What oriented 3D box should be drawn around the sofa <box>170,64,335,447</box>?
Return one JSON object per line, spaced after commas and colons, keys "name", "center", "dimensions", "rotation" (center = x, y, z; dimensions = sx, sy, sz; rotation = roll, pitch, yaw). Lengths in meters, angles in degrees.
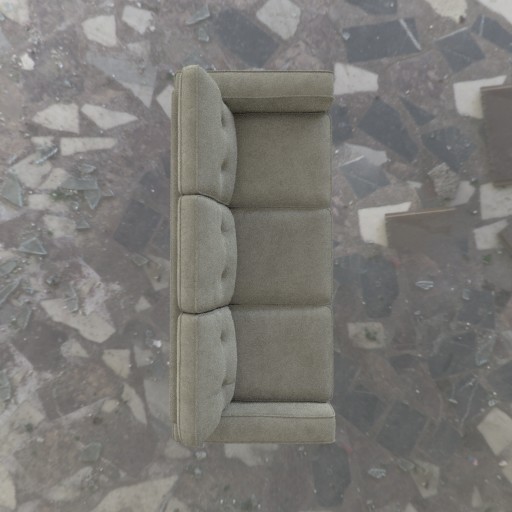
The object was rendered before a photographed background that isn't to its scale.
{"name": "sofa", "center": [0.000, 0.000, 2.679], "dimensions": [0.939, 0.965, 2.133], "rotation": [0, 89, 0]}
